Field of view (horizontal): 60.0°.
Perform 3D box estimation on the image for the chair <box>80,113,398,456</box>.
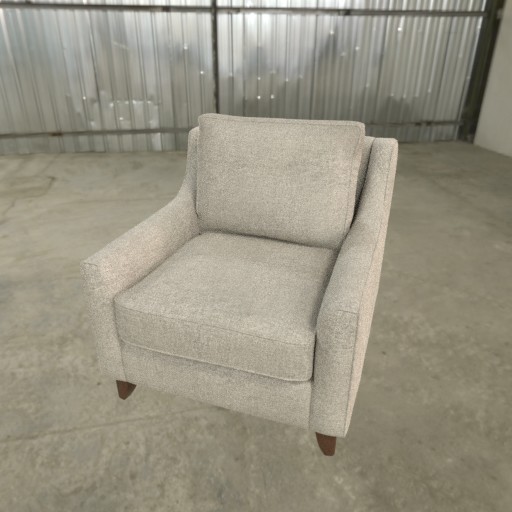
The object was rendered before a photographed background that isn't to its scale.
[{"bbox_3d":[0.000,0.000,1.555,0.838,0.864,0.918,9,28,17],"label":"chair"}]
